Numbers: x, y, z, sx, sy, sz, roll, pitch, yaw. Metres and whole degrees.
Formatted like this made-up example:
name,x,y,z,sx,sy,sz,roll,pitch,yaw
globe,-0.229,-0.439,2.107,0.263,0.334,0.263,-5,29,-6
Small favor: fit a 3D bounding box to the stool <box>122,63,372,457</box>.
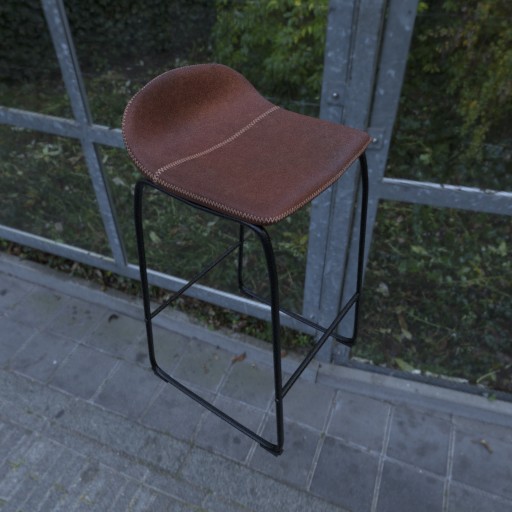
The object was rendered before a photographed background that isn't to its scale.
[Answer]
name,x,y,z,sx,sy,sz,roll,pitch,yaw
stool,0.000,0.000,1.126,0.473,0.830,0.454,24,45,27
